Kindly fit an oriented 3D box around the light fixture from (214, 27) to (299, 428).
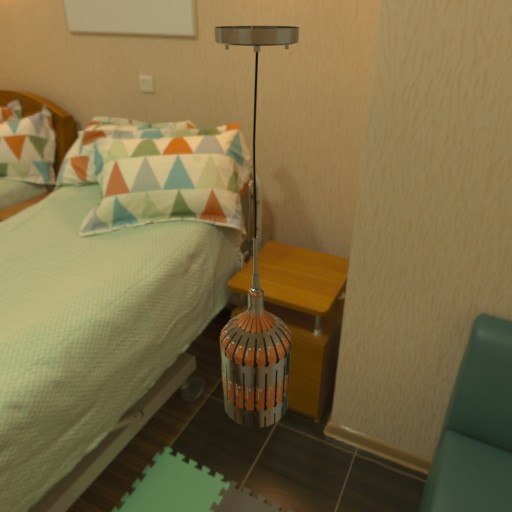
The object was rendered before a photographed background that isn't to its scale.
[{"bbox_3d":[0.000,0.000,1.672,0.303,1.535,0.303,0,29,0],"label":"light fixture"}]
